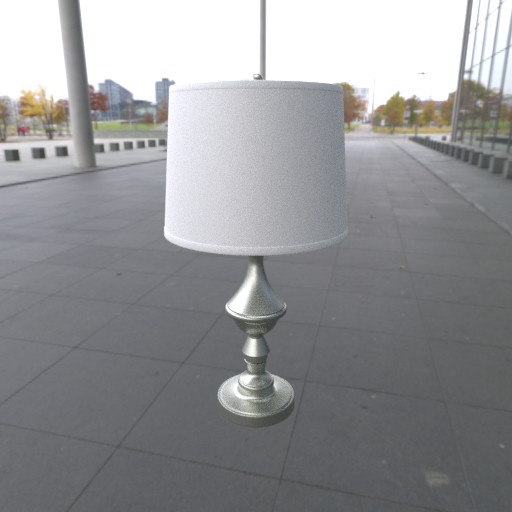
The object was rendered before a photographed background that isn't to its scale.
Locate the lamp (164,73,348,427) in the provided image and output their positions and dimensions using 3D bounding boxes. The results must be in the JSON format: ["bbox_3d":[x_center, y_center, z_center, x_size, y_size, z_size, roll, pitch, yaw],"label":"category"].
[{"bbox_3d":[0.000,0.000,0.958,0.383,0.733,0.383,0,16,0],"label":"lamp"}]
